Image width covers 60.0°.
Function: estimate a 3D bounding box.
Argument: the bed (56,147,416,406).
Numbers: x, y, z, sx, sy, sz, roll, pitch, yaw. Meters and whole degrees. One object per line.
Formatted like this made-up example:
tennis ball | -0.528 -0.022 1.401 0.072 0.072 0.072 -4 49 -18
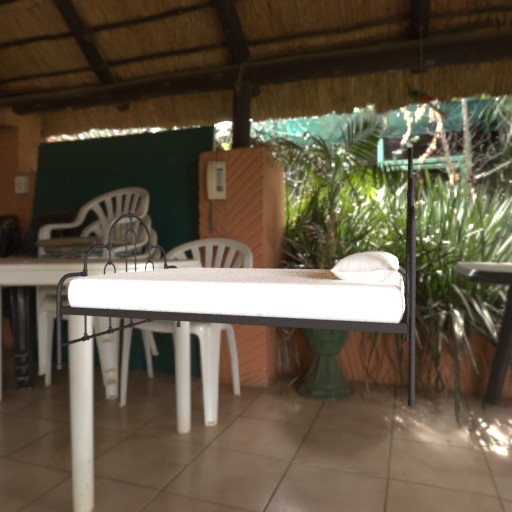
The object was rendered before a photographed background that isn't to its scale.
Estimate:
bed | 0.000 0.000 3.250 2.163 1.429 1.640 0 1 18
